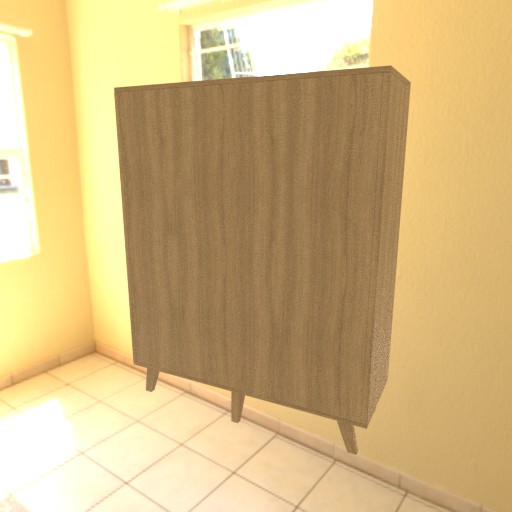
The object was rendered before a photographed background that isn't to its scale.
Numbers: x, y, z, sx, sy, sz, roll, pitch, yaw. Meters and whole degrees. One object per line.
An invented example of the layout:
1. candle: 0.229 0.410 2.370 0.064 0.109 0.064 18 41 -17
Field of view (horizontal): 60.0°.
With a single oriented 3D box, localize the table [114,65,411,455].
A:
1. table: 0.000 0.000 1.911 1.111 1.388 0.398 7 15 26
